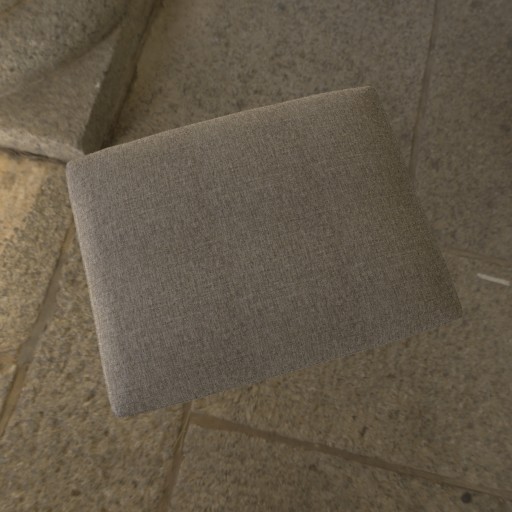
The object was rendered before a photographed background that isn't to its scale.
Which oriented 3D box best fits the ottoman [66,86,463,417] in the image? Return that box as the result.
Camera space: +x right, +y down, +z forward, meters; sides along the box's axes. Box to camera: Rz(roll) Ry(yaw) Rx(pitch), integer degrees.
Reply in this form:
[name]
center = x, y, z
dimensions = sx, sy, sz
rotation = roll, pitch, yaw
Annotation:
[ottoman]
center = 0.000, 0.000, 1.117
dimensions = 0.741, 0.513, 0.584
rotation = -15, 76, -4
